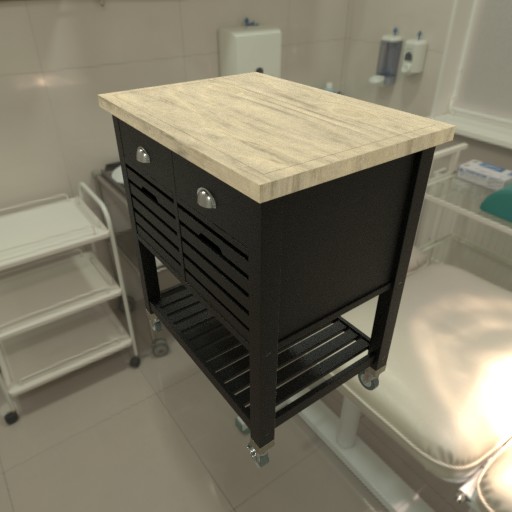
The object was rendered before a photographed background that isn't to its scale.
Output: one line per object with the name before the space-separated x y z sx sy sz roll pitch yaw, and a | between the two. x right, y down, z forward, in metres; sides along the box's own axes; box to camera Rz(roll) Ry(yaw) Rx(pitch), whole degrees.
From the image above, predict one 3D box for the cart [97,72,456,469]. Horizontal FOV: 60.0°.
cart | 0.000 0.000 1.406 0.567 0.920 0.797 -22 39 -30
